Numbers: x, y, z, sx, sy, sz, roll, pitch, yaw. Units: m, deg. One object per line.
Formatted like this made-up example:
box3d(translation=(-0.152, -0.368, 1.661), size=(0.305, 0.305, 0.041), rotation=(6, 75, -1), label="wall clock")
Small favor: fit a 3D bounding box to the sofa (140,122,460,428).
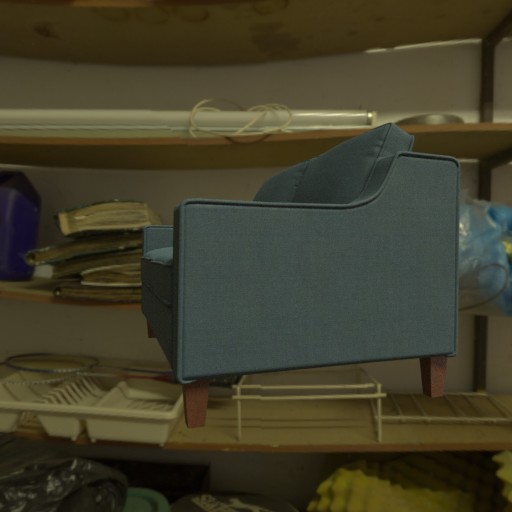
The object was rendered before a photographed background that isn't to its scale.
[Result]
box3d(translation=(0.000, 0.000, 2.078), size=(0.987, 0.971, 1.501), rotation=(0, 1, -18), label="sofa")
